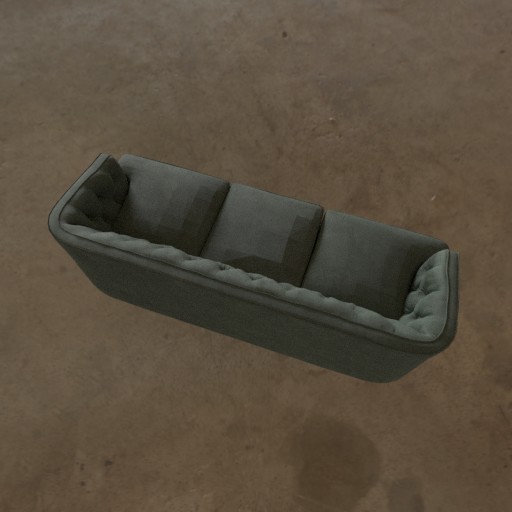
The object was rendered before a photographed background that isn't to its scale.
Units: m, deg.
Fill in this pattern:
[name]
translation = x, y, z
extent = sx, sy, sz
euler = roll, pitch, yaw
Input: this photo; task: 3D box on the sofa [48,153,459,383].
[sofa]
translation = 0.000, 0.000, 2.775
extent = 2.278, 0.855, 0.941
euler = 17, 64, 8
